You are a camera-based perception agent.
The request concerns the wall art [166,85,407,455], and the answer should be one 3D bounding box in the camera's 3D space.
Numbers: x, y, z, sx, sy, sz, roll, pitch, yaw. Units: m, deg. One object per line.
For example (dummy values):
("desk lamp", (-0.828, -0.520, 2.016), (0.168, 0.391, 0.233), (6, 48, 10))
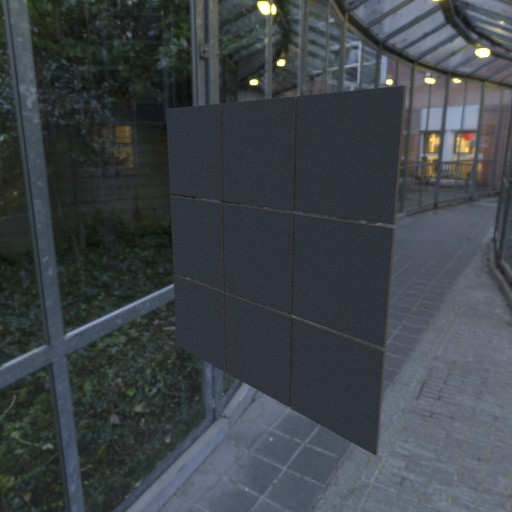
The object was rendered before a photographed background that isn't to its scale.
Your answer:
("wall art", (0.000, 0.000, 1.827), (0.013, 1.216, 1.216), (-13, 19, -42))
